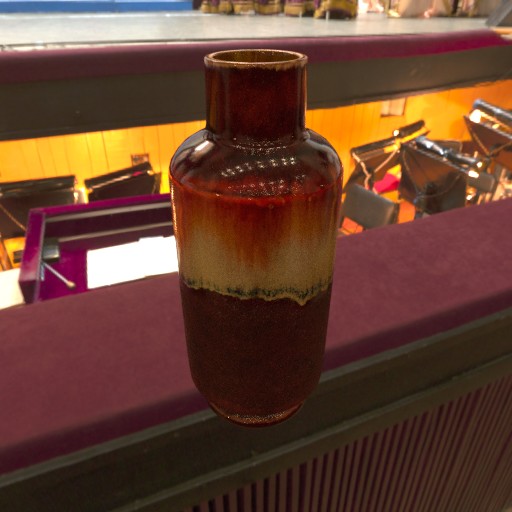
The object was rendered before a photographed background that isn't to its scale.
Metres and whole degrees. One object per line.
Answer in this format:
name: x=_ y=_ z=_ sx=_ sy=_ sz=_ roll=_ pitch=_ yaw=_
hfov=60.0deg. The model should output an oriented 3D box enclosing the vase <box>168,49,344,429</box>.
vase: x=0.000 y=0.000 z=0.314 sx=0.111 sy=0.261 sz=0.111 roll=0 pitch=32 yaw=0
